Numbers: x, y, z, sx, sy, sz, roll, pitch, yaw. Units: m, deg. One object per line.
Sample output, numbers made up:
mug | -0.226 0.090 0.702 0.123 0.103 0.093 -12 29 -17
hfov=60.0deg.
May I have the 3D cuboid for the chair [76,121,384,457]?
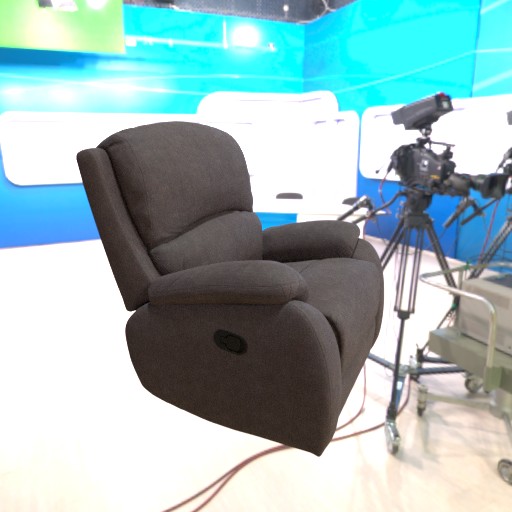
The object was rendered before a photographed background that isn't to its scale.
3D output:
chair | 0.000 0.000 1.723 0.899 1.011 0.930 7 17 24
